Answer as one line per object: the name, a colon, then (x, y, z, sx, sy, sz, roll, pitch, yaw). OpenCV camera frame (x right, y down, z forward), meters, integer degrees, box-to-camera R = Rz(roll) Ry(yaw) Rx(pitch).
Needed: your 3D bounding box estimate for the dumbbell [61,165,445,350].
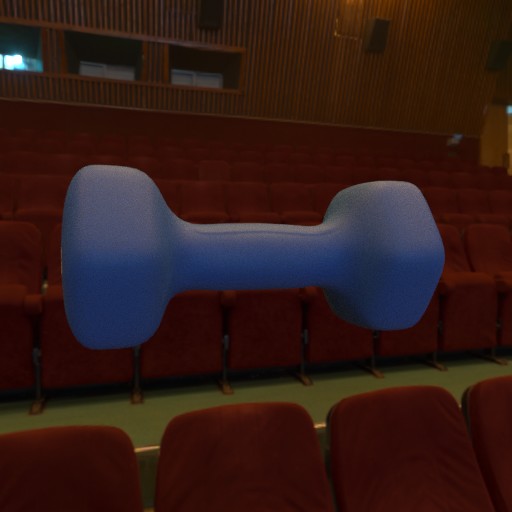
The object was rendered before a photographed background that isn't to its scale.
dumbbell: (0.000, 0.000, 0.264, 0.212, 0.093, 0.103, 0, 1, -17)
